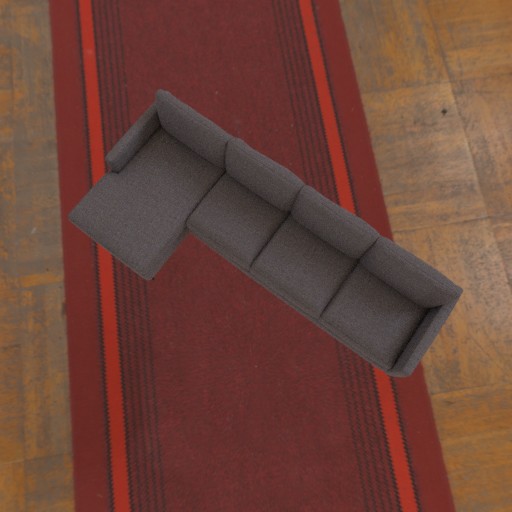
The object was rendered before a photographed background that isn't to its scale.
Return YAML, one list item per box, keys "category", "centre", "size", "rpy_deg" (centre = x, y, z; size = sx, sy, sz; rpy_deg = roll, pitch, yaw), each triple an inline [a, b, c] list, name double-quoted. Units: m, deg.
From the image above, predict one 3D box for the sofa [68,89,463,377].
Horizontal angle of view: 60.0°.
- category: "sofa"
  centre: [0.000, 0.000, 3.320]
  size: [2.731, 0.754, 1.258]
  rpy_deg: [35, 79, 8]
